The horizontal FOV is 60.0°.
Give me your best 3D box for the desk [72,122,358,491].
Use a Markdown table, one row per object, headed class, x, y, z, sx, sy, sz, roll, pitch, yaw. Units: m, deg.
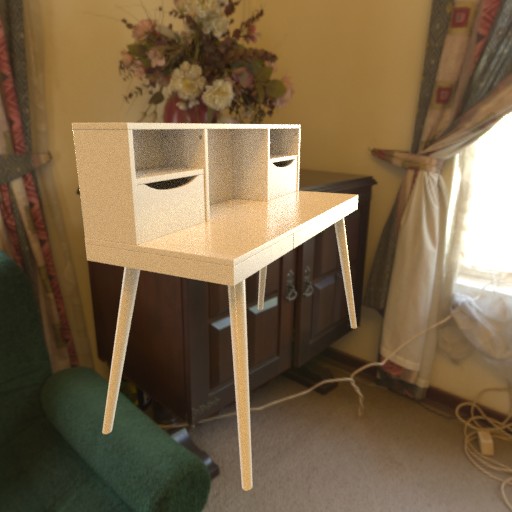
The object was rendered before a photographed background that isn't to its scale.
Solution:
| class | x | y | z | sx | sy | sz | roll | pitch | yaw |
| --- | --- | --- | --- | --- | --- | --- | --- | --- | --- |
| desk | 0.000 | 0.000 | 1.733 | 0.559 | 0.990 | 1.199 | 8 | 18 | 26 |
